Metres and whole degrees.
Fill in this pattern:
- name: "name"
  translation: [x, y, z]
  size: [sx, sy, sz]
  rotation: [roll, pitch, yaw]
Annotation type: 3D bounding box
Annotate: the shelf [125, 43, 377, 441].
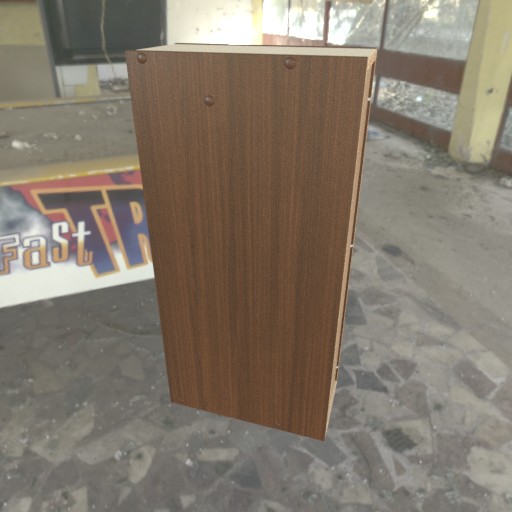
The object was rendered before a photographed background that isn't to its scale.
- name: "shelf"
  translation: [0.000, 0.000, 0.707]
  size: [0.290, 0.600, 0.147]
  rotation: [9, 30, 15]
